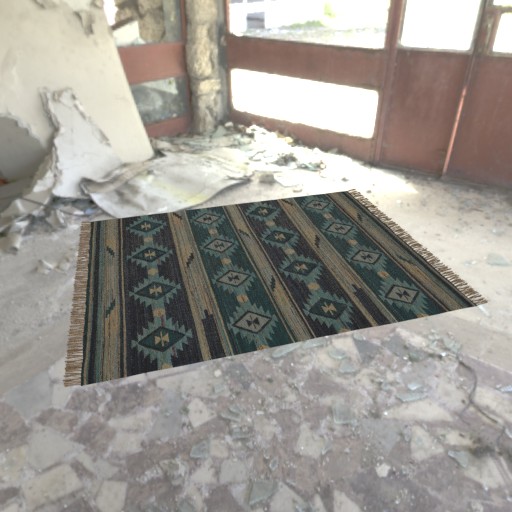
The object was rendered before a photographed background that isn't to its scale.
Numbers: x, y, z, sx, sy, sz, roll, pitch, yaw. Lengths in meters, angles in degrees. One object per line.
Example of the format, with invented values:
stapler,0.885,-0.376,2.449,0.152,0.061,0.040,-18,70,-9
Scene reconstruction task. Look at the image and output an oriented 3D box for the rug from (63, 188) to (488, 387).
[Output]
rug,0.000,0.000,4.227,3.307,0.047,2.418,-8,33,-13
